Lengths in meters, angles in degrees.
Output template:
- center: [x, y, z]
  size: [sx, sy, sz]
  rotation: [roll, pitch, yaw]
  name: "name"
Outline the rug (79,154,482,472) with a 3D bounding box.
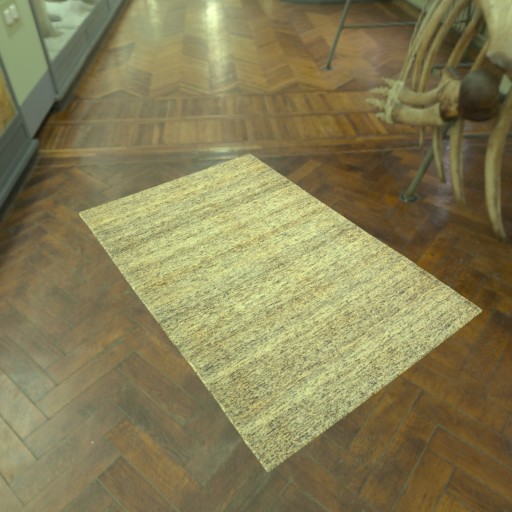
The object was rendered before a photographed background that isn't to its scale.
- center: [0.000, 0.000, 2.315]
  size: [1.243, 0.014, 1.846]
  rotation: [-25, 47, -26]
  name: "rug"
